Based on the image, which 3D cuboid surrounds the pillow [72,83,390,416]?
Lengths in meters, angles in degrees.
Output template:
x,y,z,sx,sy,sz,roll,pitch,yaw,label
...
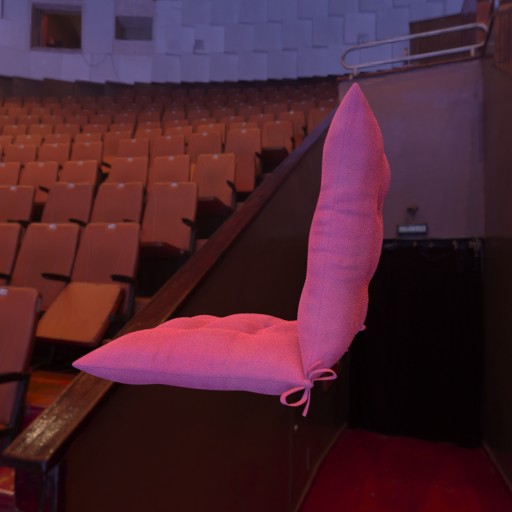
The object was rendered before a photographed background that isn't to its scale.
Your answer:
x,y,z,sx,sy,sz,roll,pitch,yaw,label
0.000,0.000,1.005,0.585,0.536,0.541,0,-1,18,pillow
